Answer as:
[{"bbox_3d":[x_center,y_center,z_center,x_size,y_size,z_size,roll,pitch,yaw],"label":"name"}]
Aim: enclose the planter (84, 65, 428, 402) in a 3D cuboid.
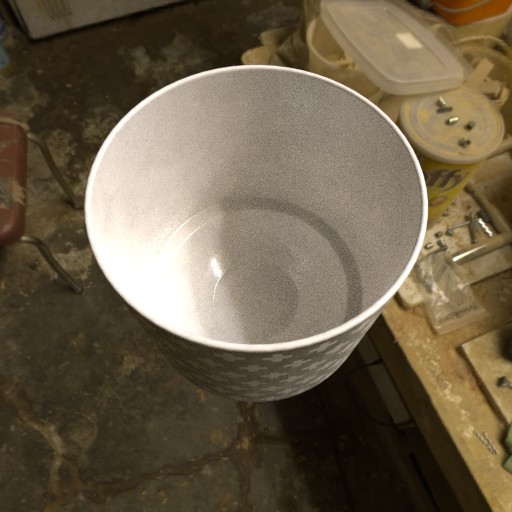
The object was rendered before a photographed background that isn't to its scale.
[{"bbox_3d":[0.000,0.000,0.328,0.190,0.181,0.190,0,63,0],"label":"planter"}]
